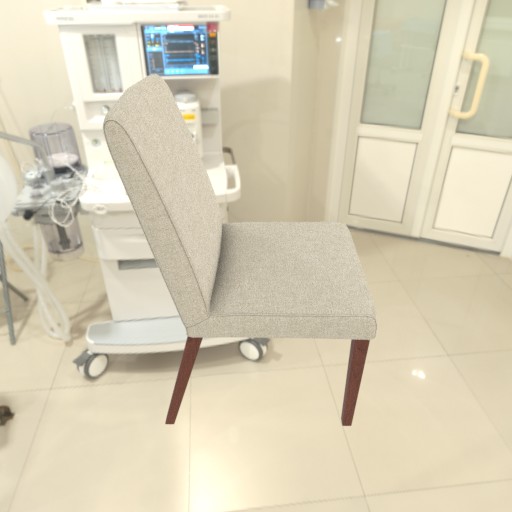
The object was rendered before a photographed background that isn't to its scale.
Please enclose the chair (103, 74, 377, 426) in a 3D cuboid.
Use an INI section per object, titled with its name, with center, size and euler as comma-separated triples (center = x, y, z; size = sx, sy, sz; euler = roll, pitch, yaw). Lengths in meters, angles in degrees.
[chair]
center = 0.000, 0.000, 1.233
size = 0.594, 0.900, 0.480
euler = 0, 33, 1
